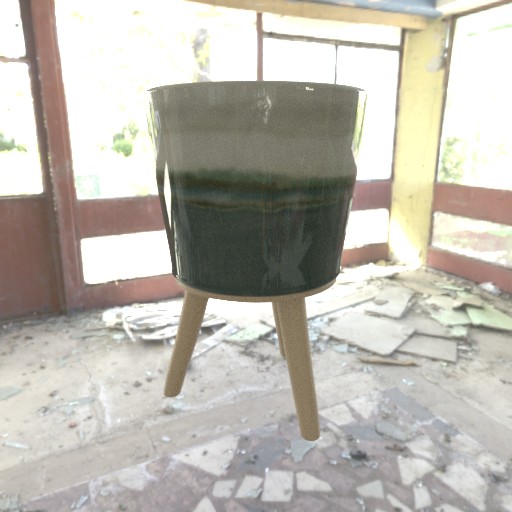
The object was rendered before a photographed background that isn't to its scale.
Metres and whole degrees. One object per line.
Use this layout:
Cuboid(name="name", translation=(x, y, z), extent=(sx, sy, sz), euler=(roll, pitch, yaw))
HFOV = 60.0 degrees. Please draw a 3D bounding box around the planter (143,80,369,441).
Cuboid(name="planter", translation=(0.000, 0.000, 0.477), extent=(0.217, 0.331, 0.217), euler=(2, 15, 9))
